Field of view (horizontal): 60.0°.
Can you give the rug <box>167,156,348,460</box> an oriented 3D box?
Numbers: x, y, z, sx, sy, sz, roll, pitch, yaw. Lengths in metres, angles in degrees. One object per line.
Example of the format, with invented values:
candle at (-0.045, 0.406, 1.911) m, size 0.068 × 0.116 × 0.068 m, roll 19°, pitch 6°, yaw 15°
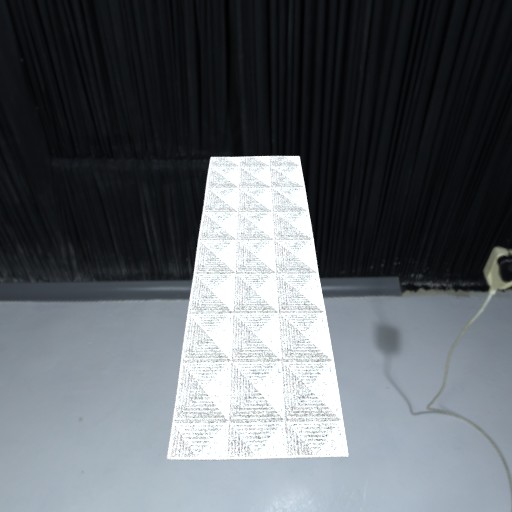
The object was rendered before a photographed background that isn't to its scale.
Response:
rug at (0.000, 0.000, 2.376) m, size 0.645 × 0.015 × 2.182 m, roll 0°, pitch 41°, yaw 0°
